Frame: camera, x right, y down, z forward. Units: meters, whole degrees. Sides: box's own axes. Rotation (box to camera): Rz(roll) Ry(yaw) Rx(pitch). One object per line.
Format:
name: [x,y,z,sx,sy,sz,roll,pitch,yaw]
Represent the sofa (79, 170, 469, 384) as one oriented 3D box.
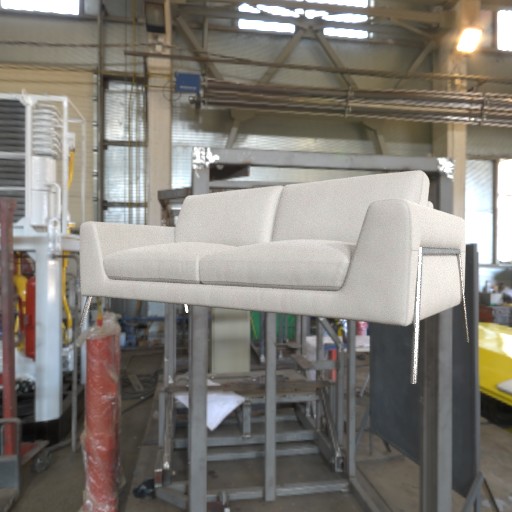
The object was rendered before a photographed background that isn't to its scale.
sofa: [0.000,0.000,2.483,2.017,0.875,0.953,0,0,36]
